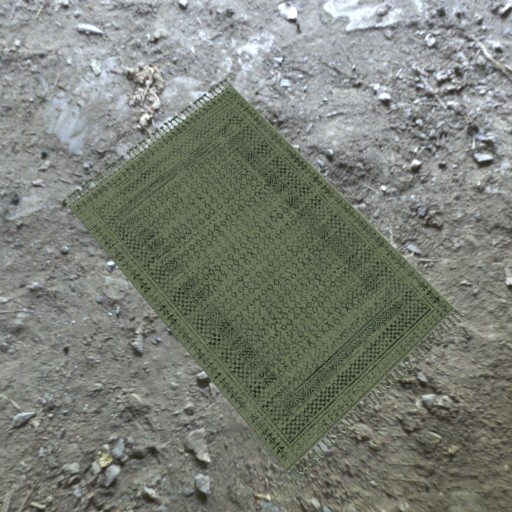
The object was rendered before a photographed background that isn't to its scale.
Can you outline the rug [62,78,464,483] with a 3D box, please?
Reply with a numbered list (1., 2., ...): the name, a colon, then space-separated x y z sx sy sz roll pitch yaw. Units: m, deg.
1. rug: 0.000 0.000 3.057 1.548 0.013 2.486 -40 78 -10
